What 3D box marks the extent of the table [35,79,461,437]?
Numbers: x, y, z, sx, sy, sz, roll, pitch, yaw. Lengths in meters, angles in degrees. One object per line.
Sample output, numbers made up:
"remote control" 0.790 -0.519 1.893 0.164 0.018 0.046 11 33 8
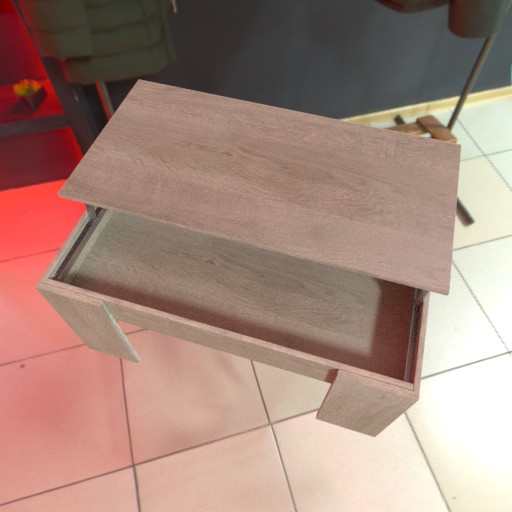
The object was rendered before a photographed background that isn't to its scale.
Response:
"table" 0.000 0.000 1.391 1.000 0.570 0.711 14 59 9
